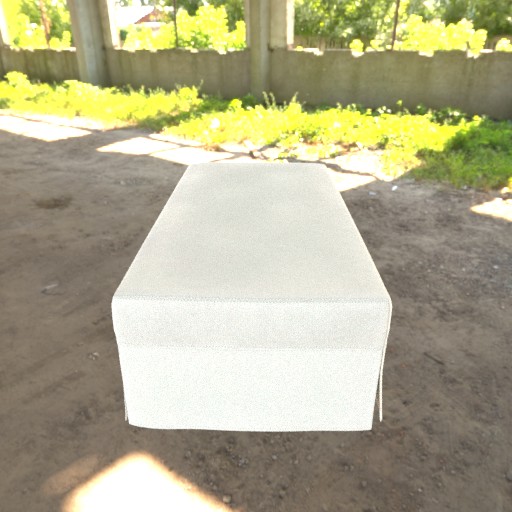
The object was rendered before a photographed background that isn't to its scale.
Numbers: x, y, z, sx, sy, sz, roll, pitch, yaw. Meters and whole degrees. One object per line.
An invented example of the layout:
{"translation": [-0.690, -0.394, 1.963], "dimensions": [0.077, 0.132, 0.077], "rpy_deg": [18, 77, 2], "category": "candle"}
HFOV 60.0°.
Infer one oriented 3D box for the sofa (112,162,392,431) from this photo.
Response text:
{"translation": [0.000, 0.000, 2.184], "dimensions": [0.939, 0.552, 1.677], "rpy_deg": [0, 26, 1], "category": "sofa"}
